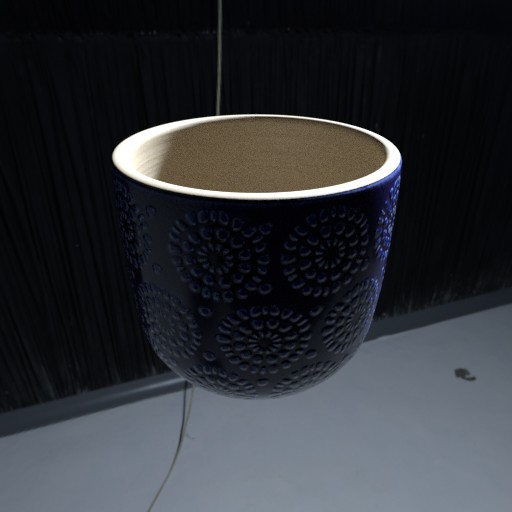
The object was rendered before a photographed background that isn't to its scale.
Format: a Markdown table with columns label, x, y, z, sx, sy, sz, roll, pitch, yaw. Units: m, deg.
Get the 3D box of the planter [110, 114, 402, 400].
| label | x | y | z | sx | sy | sz | roll | pitch | yaw |
| --- | --- | --- | --- | --- | --- | --- | --- | --- | --- |
| planter | 0.000 | 0.000 | 0.294 | 0.165 | 0.149 | 0.165 | 0 | 30 | 0 |
